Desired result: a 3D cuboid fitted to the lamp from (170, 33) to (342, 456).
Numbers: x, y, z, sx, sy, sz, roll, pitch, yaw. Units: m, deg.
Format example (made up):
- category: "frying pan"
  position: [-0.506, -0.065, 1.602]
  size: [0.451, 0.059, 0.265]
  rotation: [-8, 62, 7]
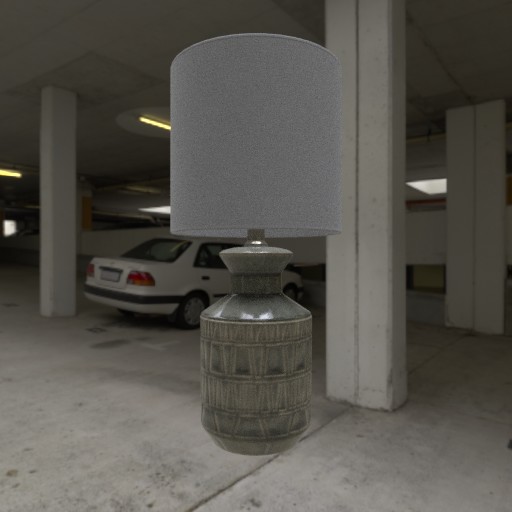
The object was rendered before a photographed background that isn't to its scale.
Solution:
- category: "lamp"
  position: [0.000, 0.000, 0.557]
  size: [0.211, 0.455, 0.211]
  rotation: [0, 0, 36]
